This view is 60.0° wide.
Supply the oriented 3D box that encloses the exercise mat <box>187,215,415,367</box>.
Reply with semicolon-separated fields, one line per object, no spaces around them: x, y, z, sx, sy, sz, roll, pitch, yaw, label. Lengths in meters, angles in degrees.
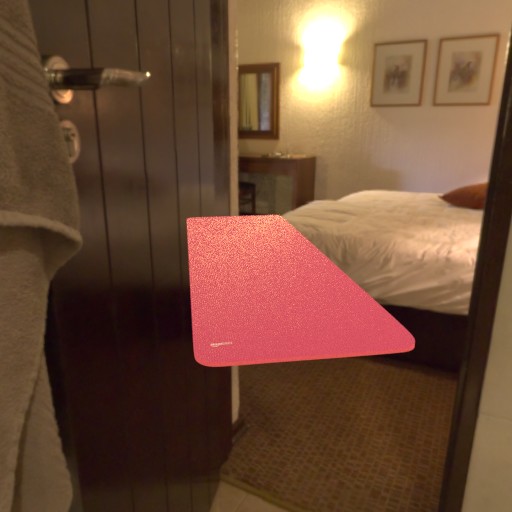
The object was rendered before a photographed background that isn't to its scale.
0.000;0.000;2.047;0.616;0.021;1.884;-3;17;-9;exercise mat
